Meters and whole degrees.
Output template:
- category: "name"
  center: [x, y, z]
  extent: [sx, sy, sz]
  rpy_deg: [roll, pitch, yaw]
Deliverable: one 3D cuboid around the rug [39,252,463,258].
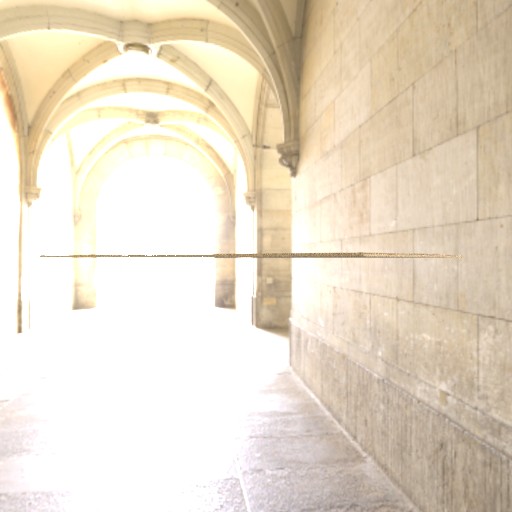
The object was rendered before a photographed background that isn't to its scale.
- category: "rug"
  center: [0.000, 0.000, 4.055]
  extent: [3.052, 0.030, 2.429]
  rpy_deg: [0, 0, 36]
